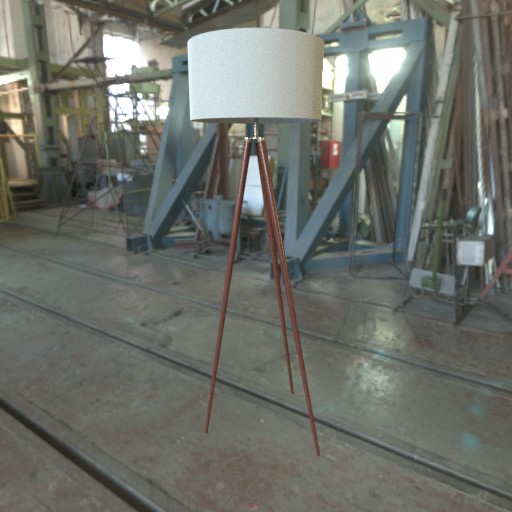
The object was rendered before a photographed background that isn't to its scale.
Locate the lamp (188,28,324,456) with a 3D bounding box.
[{"bbox_3d":[0.000,0.000,1.771,0.483,1.553,0.483,-2,14,-8],"label":"lamp"}]
